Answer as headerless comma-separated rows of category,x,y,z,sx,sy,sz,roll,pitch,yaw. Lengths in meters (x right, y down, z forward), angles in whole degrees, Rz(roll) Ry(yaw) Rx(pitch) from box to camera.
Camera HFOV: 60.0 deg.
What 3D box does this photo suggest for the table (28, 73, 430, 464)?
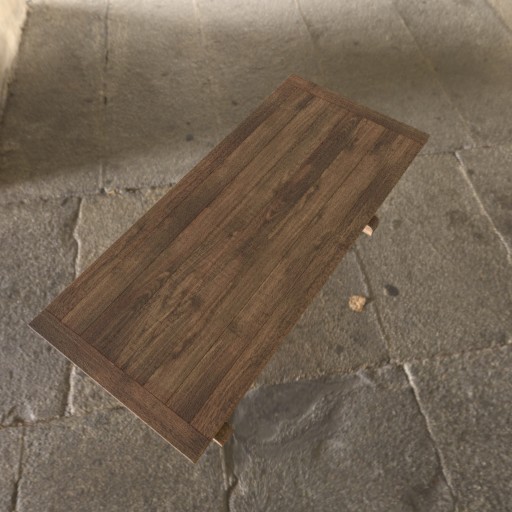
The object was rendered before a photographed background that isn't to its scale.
table,0.000,0.000,2.464,0.907,0.733,2.031,32,64,18
